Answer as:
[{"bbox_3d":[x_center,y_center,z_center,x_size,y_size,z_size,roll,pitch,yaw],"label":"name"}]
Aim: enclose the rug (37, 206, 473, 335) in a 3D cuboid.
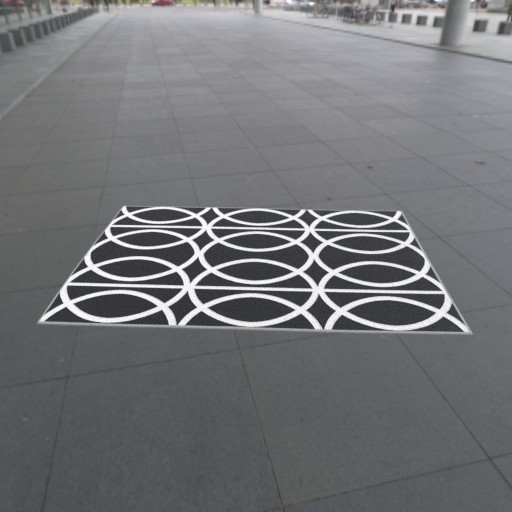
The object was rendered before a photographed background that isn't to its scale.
[{"bbox_3d":[0.000,0.000,2.961,2.290,0.014,1.526,1,30,2],"label":"rug"}]
